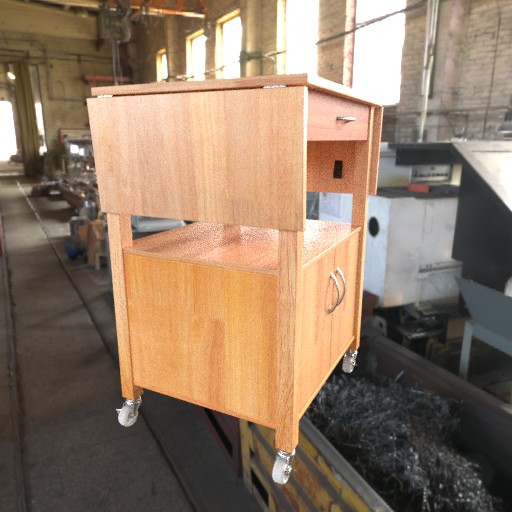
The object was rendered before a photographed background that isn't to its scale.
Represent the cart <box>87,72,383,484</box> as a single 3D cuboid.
[{"bbox_3d":[0.000,0.000,1.221,0.508,0.838,0.640,7,16,26],"label":"cart"}]
